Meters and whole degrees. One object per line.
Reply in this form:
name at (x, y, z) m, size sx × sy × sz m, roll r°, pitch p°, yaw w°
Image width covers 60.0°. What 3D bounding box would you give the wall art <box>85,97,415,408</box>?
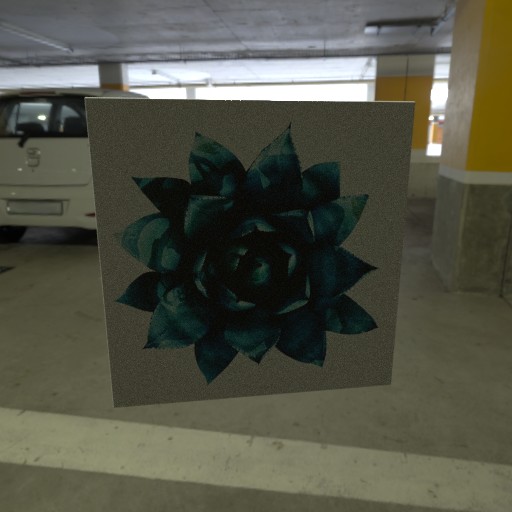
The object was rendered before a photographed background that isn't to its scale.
wall art at (0.000, 0.000, 0.461) m, size 0.305 × 0.305 × 0.038 m, roll -2°, pitch 15°, yaw -8°
